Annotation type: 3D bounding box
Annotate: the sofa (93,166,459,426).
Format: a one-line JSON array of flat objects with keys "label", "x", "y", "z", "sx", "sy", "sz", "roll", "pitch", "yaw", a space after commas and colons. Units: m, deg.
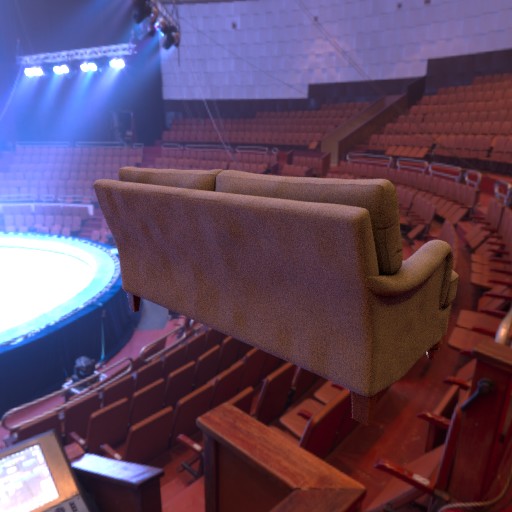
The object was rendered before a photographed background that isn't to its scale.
[{"label": "sofa", "x": 0.000, "y": 0.000, "z": 2.798, "sx": 2.193, "sy": 1.096, "sz": 1.069, "roll": 13, "pitch": 19, "yaw": 43}]
